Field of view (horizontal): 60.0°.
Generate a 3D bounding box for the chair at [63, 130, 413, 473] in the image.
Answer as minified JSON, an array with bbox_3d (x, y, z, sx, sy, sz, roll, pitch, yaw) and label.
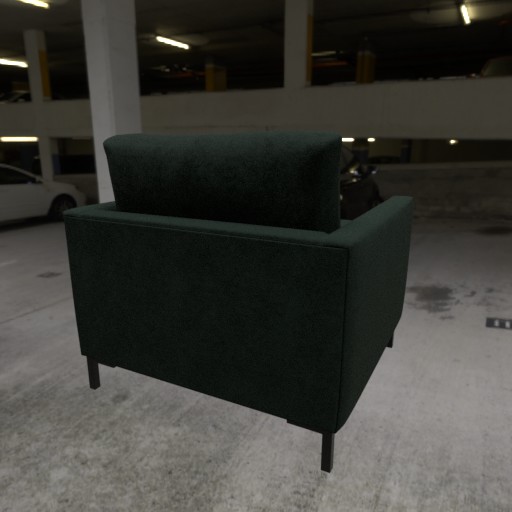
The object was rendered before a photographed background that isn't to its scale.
[{"bbox_3d":[0.000,0.000,1.596,0.963,0.861,0.866,8,17,27],"label":"chair"}]
